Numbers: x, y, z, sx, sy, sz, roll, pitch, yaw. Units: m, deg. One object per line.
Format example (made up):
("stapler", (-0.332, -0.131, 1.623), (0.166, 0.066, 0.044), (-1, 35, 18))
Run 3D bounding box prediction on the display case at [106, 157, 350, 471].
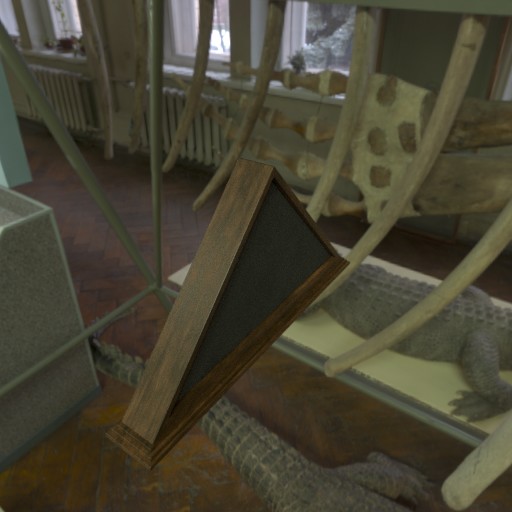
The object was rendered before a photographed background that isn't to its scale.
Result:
("display case", (0.000, 0.000, 0.767), (0.095, 0.340, 0.640), (21, 38, 29))
